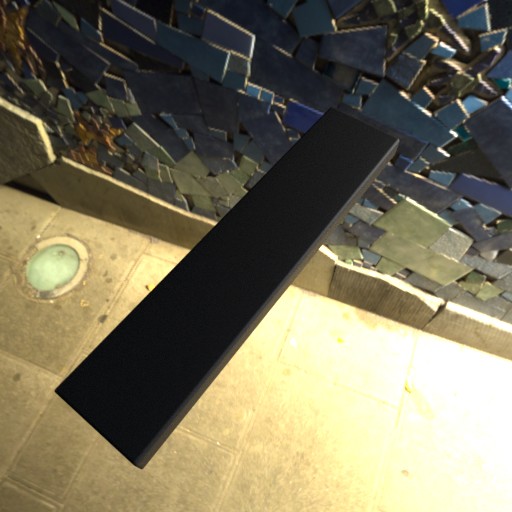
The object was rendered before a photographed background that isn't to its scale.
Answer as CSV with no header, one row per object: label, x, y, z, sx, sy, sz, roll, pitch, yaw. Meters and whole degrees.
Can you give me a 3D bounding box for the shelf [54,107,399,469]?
shelf,0.000,0.000,0.486,0.102,0.053,0.456,33,64,18
